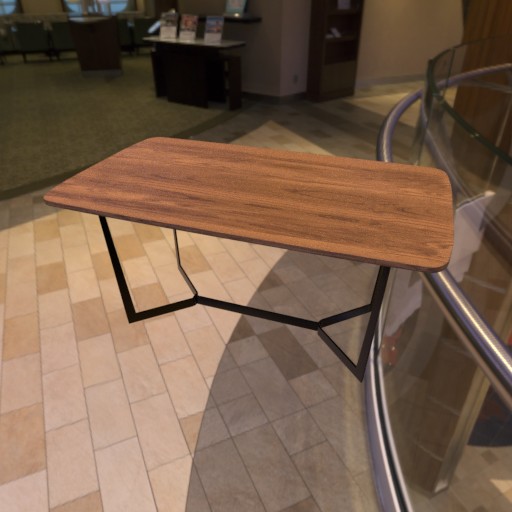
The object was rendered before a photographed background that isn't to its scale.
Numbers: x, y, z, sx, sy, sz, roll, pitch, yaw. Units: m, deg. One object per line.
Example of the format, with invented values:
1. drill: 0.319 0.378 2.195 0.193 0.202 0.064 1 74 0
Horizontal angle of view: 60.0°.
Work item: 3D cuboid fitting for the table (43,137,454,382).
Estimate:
1. table: 0.000 0.000 2.175 1.643 0.765 0.949 11 33 16
